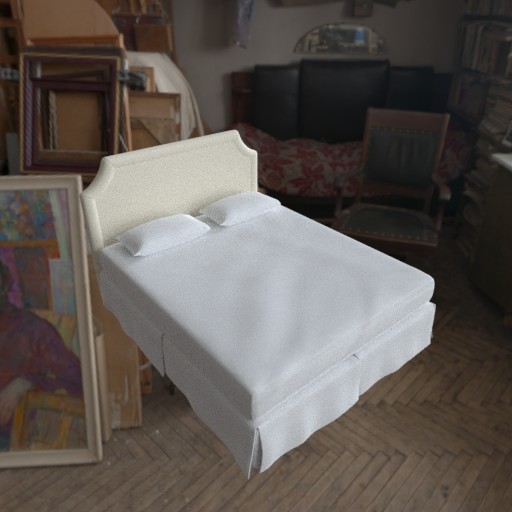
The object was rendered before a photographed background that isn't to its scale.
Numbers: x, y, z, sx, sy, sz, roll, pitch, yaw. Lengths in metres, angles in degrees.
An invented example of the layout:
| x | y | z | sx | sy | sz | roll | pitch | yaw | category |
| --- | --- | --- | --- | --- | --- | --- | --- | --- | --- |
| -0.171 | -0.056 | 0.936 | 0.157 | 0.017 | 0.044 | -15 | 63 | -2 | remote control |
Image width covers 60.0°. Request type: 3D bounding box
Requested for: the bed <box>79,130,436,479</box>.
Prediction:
| x | y | z | sx | sy | sz | roll | pitch | yaw | category |
| --- | --- | --- | --- | --- | --- | --- | --- | --- | --- |
| 0.000 | 0.000 | 4.248 | 2.350 | 1.590 | 2.773 | -23 | 38 | -33 | bed |
